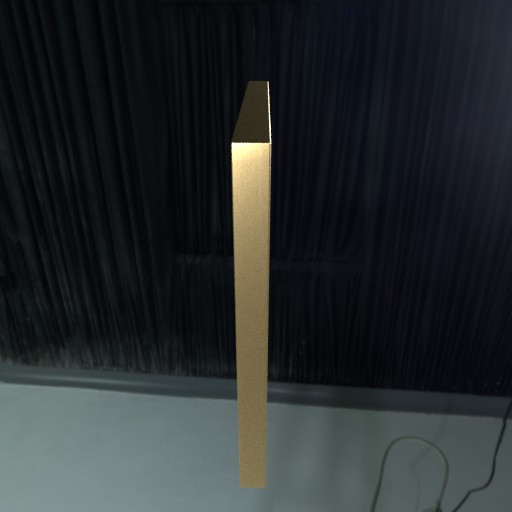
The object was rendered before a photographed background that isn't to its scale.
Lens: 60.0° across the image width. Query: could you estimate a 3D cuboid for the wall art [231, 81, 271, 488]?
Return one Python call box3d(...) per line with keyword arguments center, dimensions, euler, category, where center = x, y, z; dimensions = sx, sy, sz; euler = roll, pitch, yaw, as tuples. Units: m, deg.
box3d(center=(0.000, 0.000, 0.458), dimensions=(0.023, 0.305, 0.305), euler=(1, 28, 1), category="wall art")
